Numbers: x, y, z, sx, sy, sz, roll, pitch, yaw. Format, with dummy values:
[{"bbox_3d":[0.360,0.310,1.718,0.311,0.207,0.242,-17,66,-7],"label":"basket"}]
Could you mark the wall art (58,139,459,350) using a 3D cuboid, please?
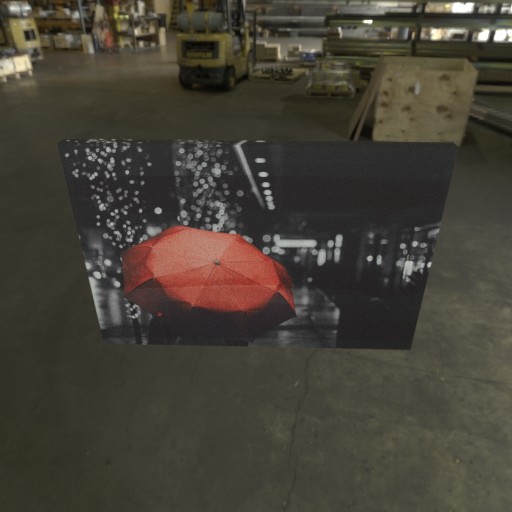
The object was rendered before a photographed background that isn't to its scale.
[{"bbox_3d":[0.000,0.000,1.178,0.914,0.609,0.038,1,31,2],"label":"wall art"}]
